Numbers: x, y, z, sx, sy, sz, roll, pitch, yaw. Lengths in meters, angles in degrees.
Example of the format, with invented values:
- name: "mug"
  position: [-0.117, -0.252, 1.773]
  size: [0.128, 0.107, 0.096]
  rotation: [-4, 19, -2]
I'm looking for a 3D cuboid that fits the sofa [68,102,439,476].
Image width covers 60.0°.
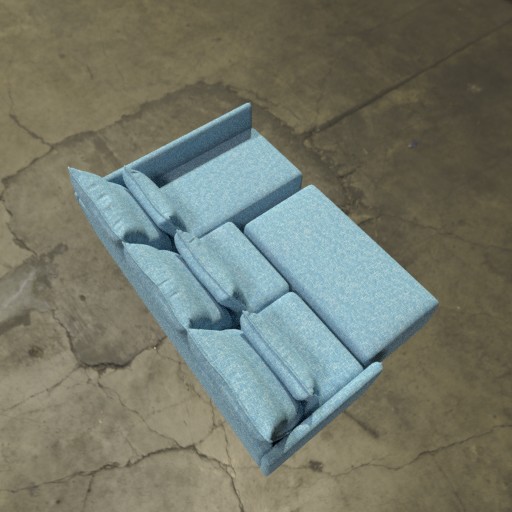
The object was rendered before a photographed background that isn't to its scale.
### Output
- name: "sofa"
  position: [0.000, 0.000, 2.808]
  size: [1.420, 0.899, 2.034]
  rotation: [-33, 65, -18]
